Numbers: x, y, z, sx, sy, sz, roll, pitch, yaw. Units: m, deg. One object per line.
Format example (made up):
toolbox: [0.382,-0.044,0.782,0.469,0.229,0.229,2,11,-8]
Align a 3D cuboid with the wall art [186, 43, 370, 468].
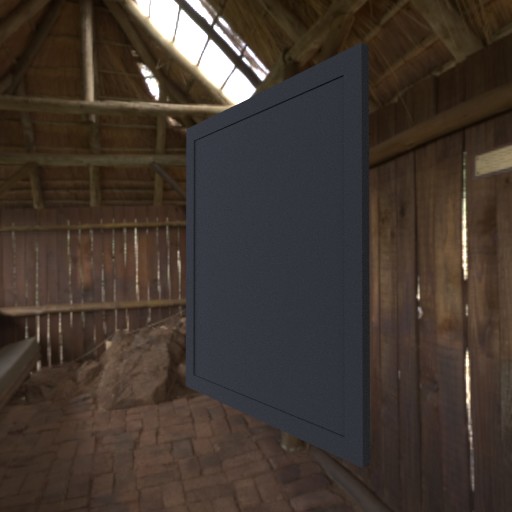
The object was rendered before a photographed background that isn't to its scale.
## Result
wall art: [0.000,0.000,0.503,0.010,0.361,0.311,1,-1,-37]
